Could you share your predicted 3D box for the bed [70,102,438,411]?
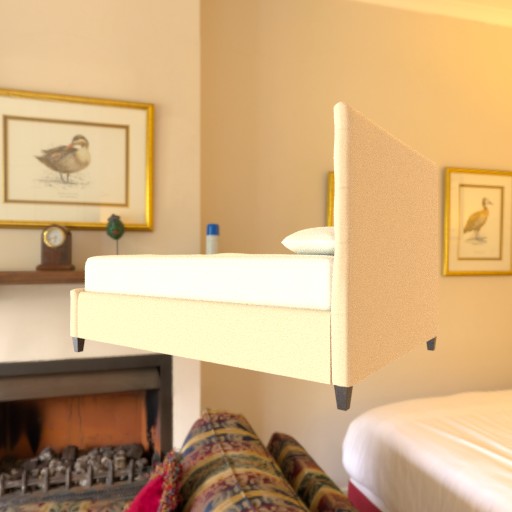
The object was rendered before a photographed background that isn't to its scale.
[{"bbox_3d":[0.000,0.000,3.336,2.233,1.426,1.696,0,0,35],"label":"bed"}]
